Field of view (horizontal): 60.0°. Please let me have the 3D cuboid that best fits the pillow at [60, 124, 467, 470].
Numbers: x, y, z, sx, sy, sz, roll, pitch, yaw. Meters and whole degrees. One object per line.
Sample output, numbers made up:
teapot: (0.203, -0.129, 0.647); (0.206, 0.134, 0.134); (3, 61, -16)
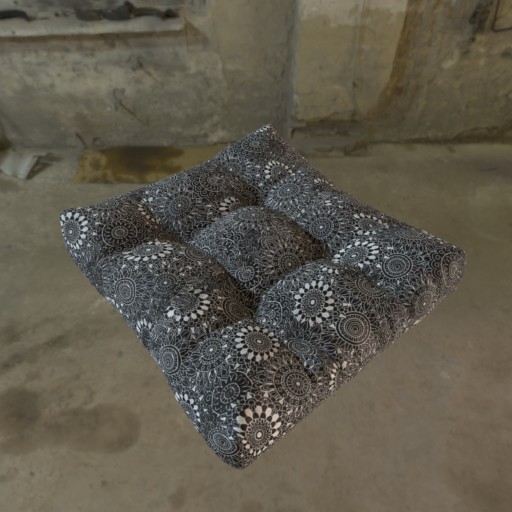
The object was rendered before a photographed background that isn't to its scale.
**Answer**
pillow: (0.000, 0.000, 0.721); (0.468, 0.128, 0.490); (-30, 53, -26)
